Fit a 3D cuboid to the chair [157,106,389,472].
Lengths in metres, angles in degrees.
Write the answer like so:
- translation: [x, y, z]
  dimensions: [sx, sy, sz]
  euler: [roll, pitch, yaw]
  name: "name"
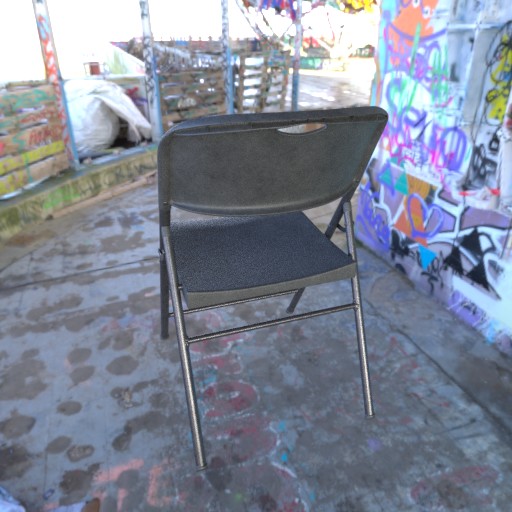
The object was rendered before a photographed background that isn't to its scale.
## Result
- translation: [0.000, 0.000, 1.160]
  dimensions: [0.494, 0.810, 0.567]
  euler: [-9, 28, -17]
  name: "chair"
